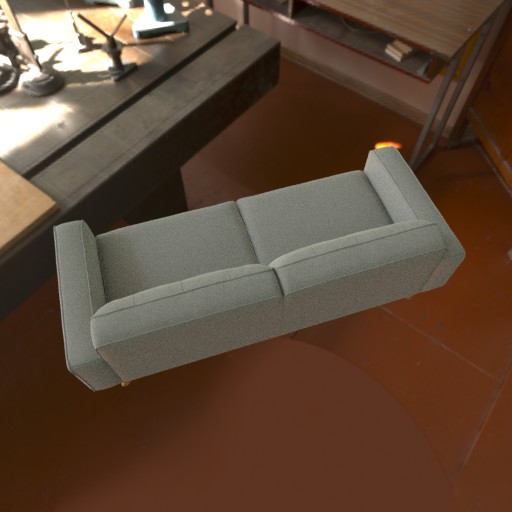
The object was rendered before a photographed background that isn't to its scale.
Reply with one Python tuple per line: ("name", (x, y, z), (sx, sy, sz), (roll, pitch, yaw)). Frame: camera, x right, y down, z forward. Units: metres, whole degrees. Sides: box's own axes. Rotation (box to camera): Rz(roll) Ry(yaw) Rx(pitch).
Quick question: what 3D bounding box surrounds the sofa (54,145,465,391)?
("sofa", (0.000, 0.000, 2.732), (2.270, 0.781, 0.956), (-15, 59, -9))
